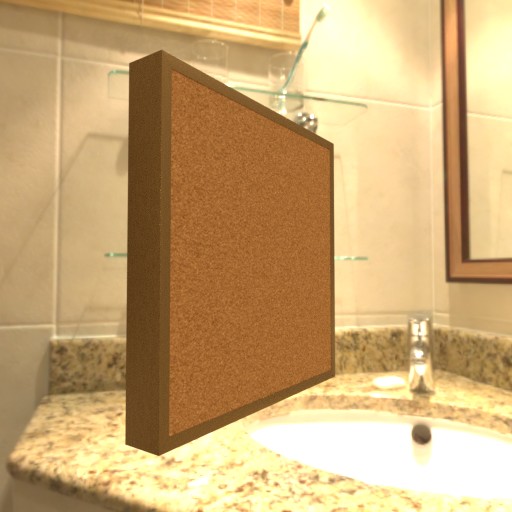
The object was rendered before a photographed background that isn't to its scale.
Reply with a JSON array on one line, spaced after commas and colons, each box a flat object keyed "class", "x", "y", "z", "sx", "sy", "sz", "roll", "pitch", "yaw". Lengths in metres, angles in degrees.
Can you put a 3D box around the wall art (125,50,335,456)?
[{"class": "wall art", "x": 0.000, "y": 0.000, "z": 0.467, "sx": 0.038, "sy": 0.305, "sz": 0.304, "roll": -1, "pitch": -2, "yaw": 35}]
